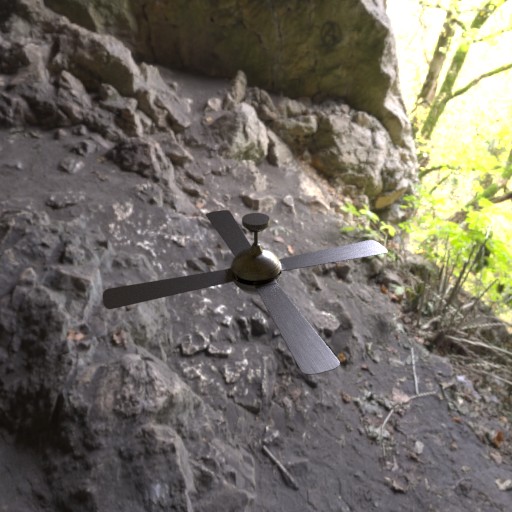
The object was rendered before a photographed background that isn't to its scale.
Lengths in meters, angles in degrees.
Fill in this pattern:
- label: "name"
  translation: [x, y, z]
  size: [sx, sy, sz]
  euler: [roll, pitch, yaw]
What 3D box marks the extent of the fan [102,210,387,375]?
- label: "fan"
  translation: [0.000, 0.000, 2.045]
  size: [1.321, 0.381, 1.321]
  euler: [0, 31, 1]
